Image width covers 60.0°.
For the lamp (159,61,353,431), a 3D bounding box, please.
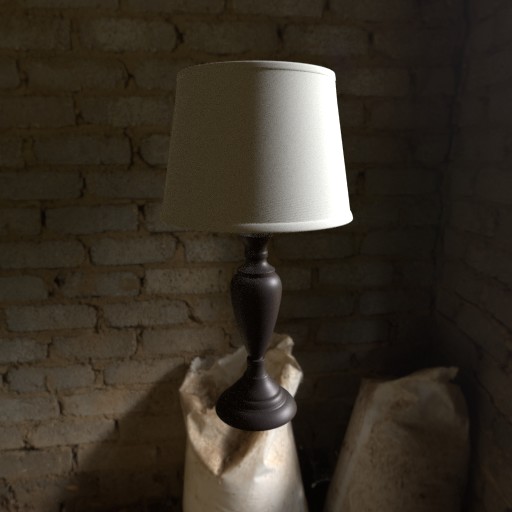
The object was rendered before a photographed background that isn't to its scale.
[{"bbox_3d":[0.000,0.000,0.803,0.335,0.611,0.335,0,13,0],"label":"lamp"}]
